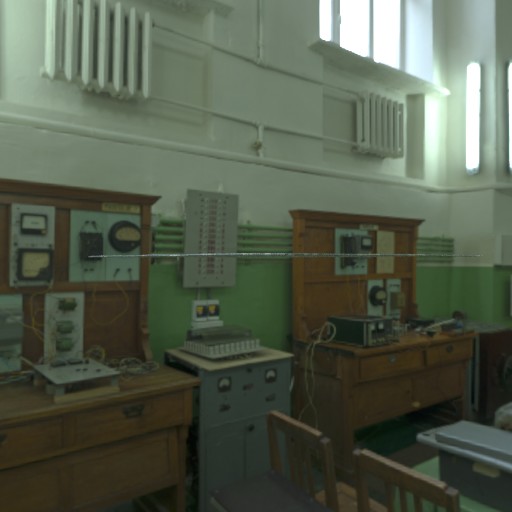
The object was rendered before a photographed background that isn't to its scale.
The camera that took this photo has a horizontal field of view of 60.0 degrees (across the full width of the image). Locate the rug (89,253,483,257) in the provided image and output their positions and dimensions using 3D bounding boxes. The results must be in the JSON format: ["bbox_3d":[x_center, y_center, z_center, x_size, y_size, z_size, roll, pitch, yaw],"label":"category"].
[{"bbox_3d":[0.000,0.000,2.253,1.148,0.010,1.754,0,0,-38],"label":"rug"}]
